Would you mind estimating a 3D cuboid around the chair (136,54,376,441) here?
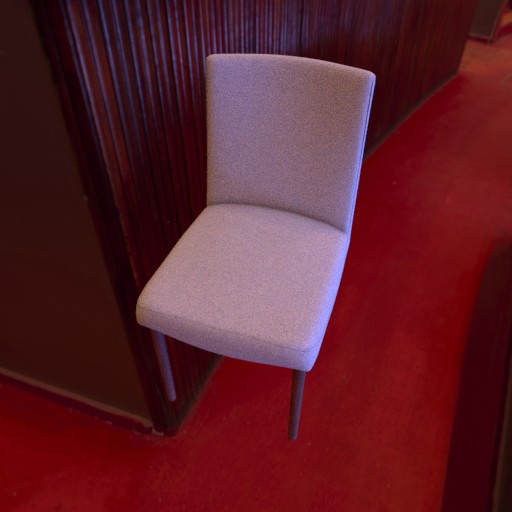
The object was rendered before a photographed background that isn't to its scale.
[{"bbox_3d":[0.000,0.000,1.180,0.456,0.859,0.570,13,42,14],"label":"chair"}]
